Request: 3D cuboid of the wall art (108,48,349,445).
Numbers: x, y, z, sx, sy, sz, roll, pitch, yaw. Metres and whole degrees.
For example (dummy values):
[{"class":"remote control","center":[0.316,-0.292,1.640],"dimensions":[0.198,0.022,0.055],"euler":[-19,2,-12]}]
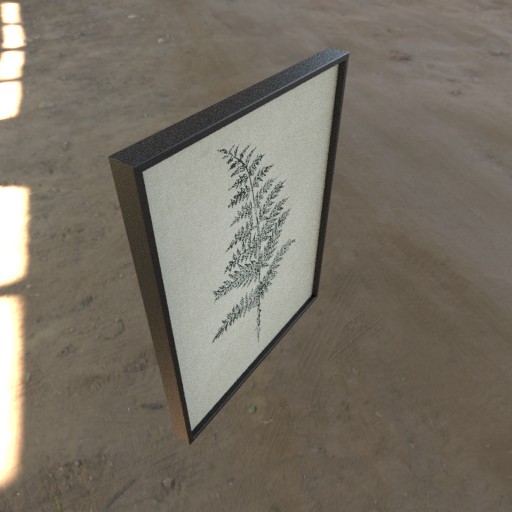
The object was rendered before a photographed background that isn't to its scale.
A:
[{"class":"wall art","center":[0.000,0.000,0.750],"dimensions":[0.039,0.555,0.449],"euler":[25,47,26]}]
